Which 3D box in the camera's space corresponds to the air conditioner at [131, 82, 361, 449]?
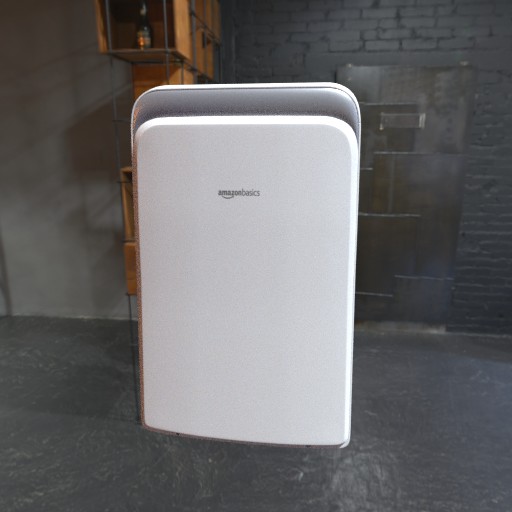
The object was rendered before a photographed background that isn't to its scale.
[{"bbox_3d":[0.000,0.000,1.056,0.478,0.765,0.467,2,15,8],"label":"air conditioner"}]
